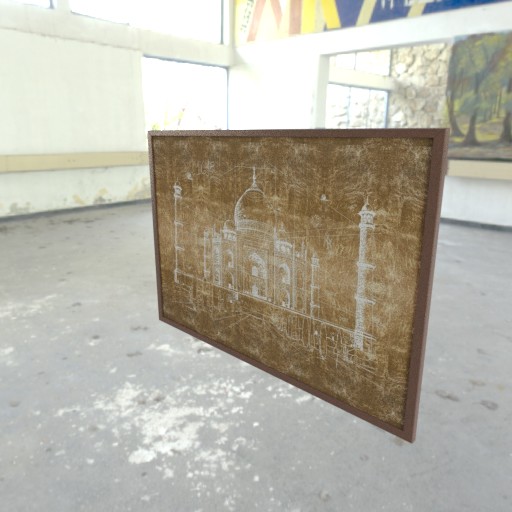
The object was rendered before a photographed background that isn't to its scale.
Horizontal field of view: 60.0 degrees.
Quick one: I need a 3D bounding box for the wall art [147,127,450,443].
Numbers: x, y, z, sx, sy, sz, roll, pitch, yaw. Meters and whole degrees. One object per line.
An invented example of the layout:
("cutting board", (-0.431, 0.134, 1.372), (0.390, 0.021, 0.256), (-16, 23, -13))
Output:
("wall art", (0.000, 0.000, 0.828), (0.660, 0.455, 0.014), (14, 21, 42))
